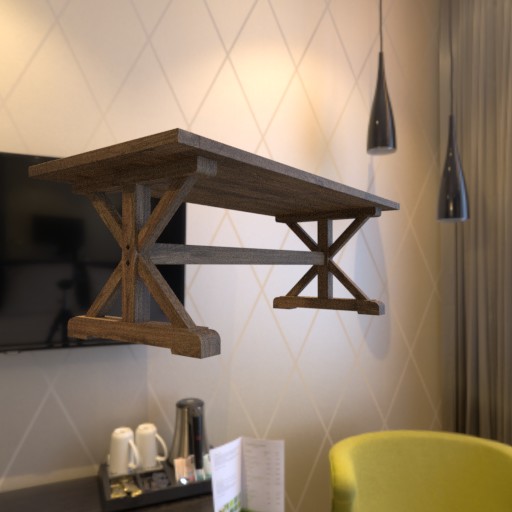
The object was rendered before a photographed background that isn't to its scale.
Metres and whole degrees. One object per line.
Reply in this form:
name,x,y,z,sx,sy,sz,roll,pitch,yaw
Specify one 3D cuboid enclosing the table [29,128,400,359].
table,0.000,0.000,2.426,0.907,0.733,2.031,-1,-2,36
